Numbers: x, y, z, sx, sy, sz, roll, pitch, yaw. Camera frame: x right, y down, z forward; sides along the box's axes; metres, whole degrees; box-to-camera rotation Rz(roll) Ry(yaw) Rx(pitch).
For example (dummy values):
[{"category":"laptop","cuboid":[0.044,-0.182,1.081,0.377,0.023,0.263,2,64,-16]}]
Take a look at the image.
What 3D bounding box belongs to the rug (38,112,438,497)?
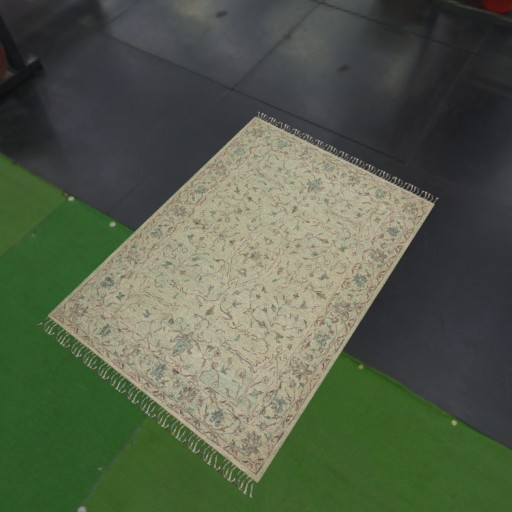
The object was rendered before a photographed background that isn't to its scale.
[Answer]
[{"category":"rug","cuboid":[0.000,0.000,2.268,1.247,0.008,1.802,31,63,18]}]
